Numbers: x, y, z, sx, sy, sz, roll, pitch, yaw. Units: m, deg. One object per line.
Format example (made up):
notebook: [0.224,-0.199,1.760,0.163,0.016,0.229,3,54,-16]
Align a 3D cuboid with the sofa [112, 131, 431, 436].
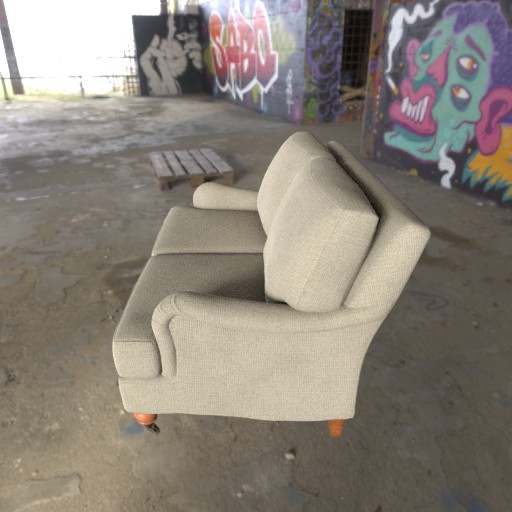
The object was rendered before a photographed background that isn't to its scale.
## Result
sofa: [0.000,0.000,2.191,1.087,0.999,1.480,-1,25,-1]
